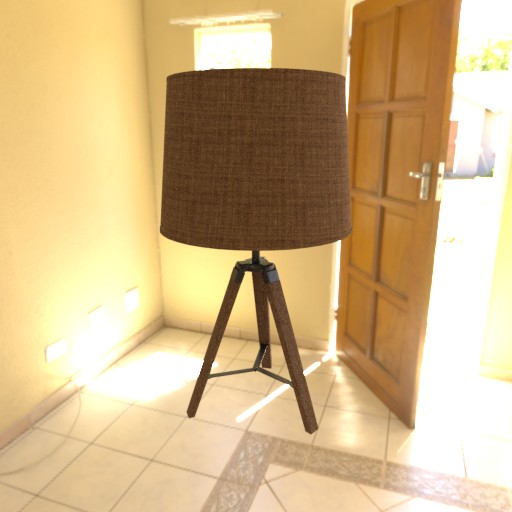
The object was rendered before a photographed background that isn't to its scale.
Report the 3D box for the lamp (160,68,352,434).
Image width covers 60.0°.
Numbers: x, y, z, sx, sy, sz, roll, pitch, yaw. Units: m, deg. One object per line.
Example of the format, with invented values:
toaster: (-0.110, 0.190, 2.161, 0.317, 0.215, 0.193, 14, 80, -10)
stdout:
lamp: (0.000, 0.000, 0.693, 0.290, 0.514, 0.290, 0, 16, 0)
